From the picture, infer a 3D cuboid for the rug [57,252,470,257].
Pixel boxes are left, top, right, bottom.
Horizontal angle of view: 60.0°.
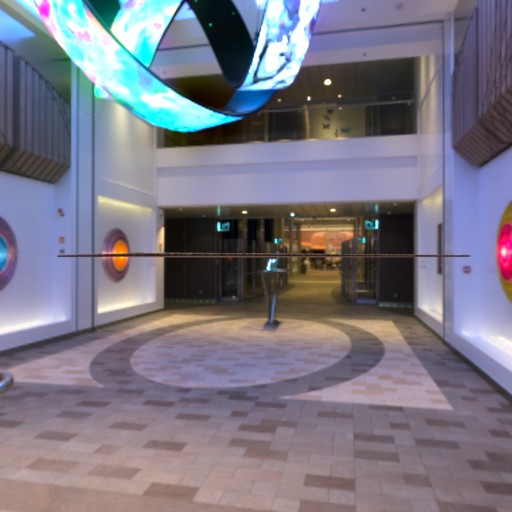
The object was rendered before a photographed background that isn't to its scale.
[{"bbox_3d":[0.000,0.000,4.130,3.032,0.020,2.411,0,0,-34],"label":"rug"}]
